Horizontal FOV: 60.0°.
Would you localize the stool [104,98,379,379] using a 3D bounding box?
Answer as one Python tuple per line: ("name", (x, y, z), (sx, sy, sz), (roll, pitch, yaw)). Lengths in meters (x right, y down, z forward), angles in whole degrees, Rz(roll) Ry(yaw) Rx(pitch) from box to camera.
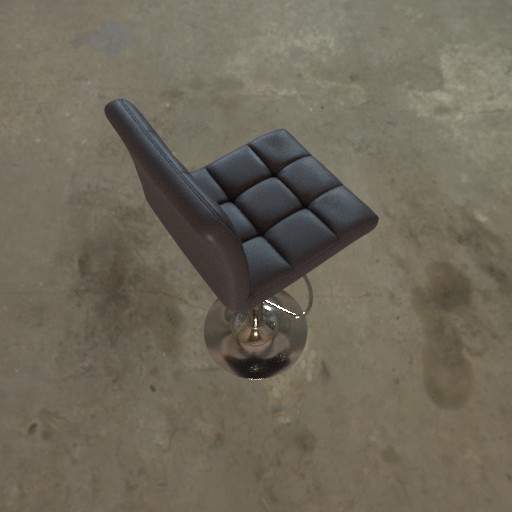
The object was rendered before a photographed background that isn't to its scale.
("stool", (0.000, 0.000, 1.352), (0.505, 1.115, 0.430), (-31, 63, -18))
